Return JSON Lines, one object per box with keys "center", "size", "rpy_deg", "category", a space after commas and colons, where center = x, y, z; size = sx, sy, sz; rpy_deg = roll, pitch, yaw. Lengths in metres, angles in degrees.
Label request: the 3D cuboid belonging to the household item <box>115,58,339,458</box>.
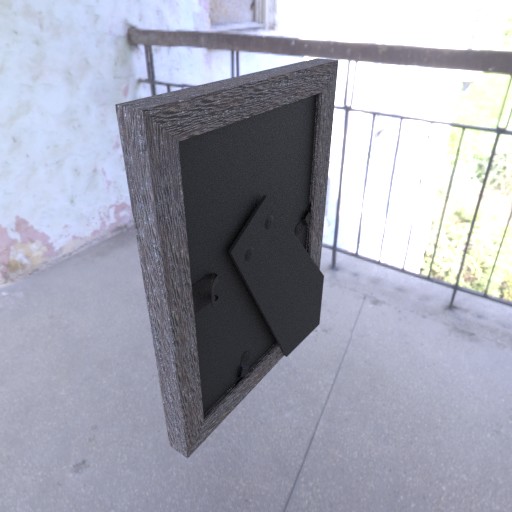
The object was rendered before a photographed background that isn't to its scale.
{"center": [0.000, 0.000, 0.277], "size": [0.020, 0.210, 0.160], "rpy_deg": [21, 37, 30], "category": "household item"}
